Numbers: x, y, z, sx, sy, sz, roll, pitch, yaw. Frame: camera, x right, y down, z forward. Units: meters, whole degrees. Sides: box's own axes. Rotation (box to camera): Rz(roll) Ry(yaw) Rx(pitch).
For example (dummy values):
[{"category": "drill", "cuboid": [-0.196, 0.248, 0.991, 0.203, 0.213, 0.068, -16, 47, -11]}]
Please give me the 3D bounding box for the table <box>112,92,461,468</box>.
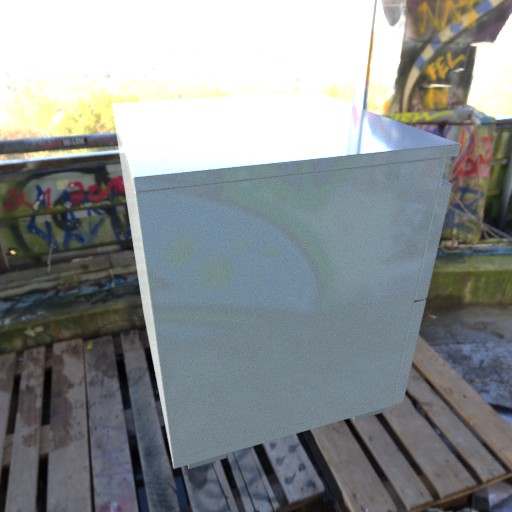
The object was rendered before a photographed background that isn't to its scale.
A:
[{"category": "table", "cuboid": [0.000, 0.000, 0.785, 0.400, 0.470, 0.420, -9, 30, -16]}]
